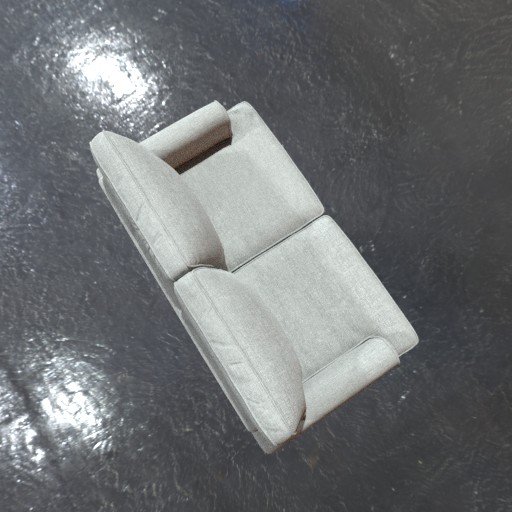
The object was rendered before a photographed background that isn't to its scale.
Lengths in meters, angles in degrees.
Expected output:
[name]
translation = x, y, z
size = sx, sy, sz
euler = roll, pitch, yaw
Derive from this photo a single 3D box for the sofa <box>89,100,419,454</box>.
[sofa]
translation = 0.000, 0.000, 2.278
size = 0.965, 0.965, 1.651
euler = -32, 78, -8
